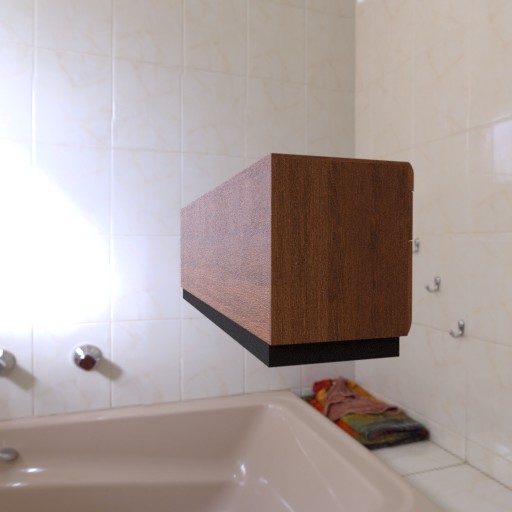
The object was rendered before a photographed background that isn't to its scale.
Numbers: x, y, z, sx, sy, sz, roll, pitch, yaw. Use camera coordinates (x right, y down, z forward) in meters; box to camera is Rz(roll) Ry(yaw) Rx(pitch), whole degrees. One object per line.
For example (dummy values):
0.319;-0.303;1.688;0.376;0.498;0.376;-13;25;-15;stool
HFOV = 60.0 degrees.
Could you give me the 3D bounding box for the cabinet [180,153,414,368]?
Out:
0.000;0.000;1.856;0.419;0.510;1.600;0;1;-17;cabinet
